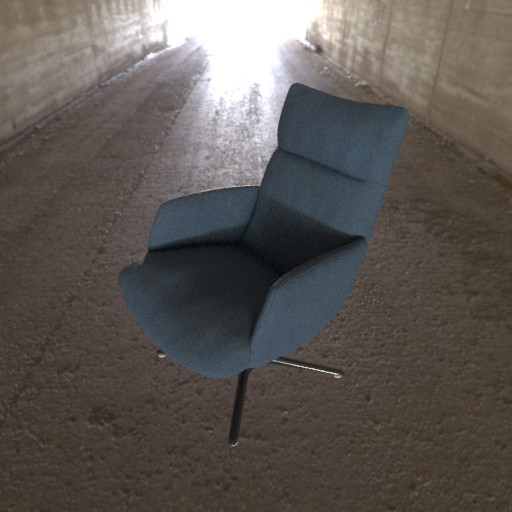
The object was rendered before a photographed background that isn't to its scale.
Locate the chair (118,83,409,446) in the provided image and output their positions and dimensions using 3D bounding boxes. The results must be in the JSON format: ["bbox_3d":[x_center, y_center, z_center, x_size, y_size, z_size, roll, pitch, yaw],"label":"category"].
[{"bbox_3d":[0.000,0.000,1.578,0.889,1.016,0.711,-22,38,-31],"label":"chair"}]
